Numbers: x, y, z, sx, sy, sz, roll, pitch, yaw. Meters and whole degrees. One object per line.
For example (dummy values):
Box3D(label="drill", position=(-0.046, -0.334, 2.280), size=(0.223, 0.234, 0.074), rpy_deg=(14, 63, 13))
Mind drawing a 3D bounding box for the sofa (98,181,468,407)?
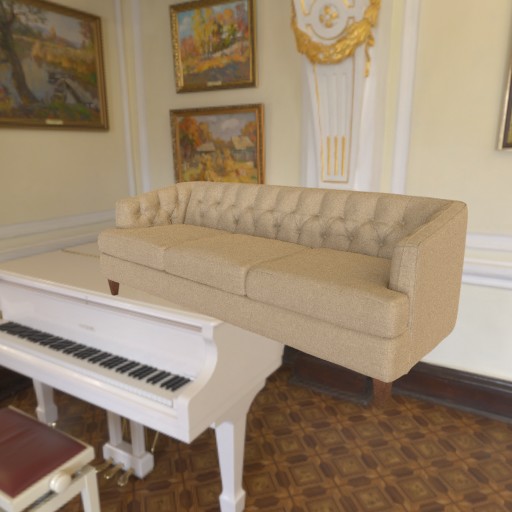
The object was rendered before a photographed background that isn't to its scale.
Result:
Box3D(label="sofa", position=(0.000, 0.000, 2.693), size=(2.235, 0.788, 0.913), rpy_deg=(12, 18, 41))
